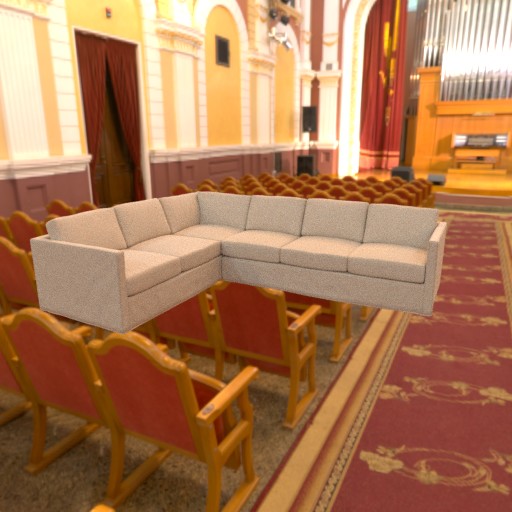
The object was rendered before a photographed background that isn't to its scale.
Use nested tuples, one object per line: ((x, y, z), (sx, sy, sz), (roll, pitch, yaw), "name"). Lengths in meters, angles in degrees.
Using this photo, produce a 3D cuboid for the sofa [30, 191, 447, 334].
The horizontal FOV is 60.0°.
((0.000, 0.000, 4.242), (3.182, 0.871, 2.432), (8, 17, 26), "sofa")
